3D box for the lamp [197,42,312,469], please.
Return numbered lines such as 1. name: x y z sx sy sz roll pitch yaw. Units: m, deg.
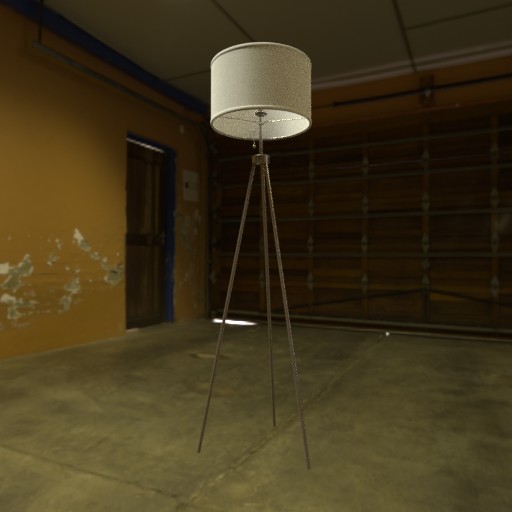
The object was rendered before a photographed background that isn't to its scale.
1. lamp: 0.000 0.000 1.781 0.458 1.545 0.448 0 -1 -18
